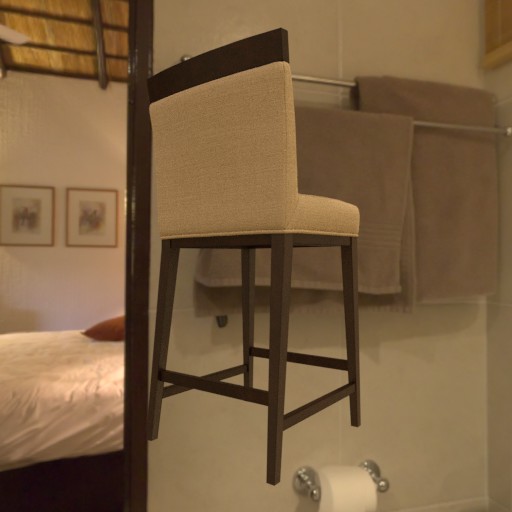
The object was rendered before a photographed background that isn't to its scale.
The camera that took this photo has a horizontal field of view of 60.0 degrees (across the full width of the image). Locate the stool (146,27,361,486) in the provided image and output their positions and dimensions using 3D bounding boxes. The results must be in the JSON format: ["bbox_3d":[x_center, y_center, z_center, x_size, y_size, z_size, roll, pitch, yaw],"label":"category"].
[{"bbox_3d":[0.000,0.000,1.413,0.511,1.117,0.531,-1,-1,37],"label":"stool"}]
